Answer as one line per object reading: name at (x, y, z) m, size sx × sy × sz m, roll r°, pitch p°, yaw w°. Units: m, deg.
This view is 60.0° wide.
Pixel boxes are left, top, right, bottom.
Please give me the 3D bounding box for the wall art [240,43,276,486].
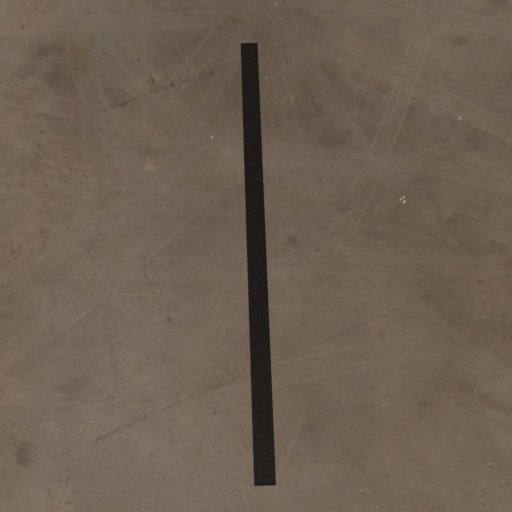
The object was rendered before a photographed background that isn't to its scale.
wall art at (0.000, 0.000, 0.984) m, size 0.037 × 0.303 × 0.860 m, roll -2°, pitch 75°, yaw 0°
